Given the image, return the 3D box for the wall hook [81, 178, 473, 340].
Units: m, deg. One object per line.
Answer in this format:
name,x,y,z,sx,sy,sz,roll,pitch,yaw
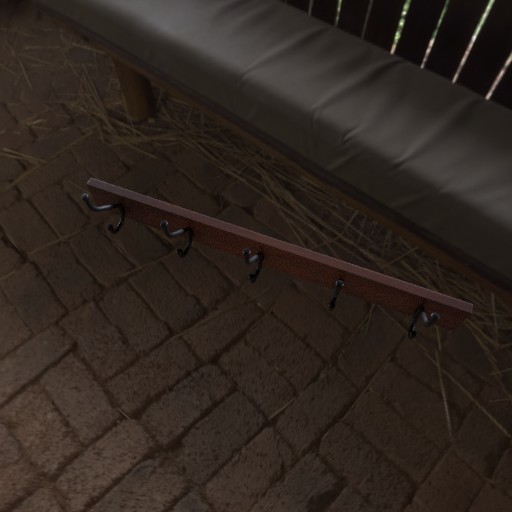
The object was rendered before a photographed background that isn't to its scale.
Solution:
wall hook,0.000,0.000,0.608,0.571,0.117,0.071,19,61,11
